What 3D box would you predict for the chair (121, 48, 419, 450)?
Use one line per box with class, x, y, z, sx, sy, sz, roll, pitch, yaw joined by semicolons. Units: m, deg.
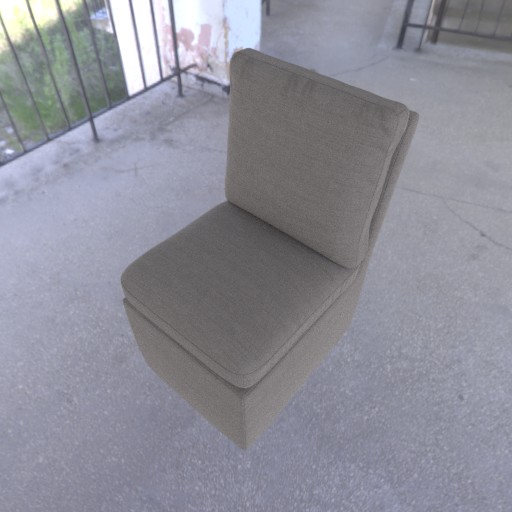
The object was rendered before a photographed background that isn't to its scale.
chair;0.000;0.000;1.291;0.503;0.927;0.698;32;55;26
